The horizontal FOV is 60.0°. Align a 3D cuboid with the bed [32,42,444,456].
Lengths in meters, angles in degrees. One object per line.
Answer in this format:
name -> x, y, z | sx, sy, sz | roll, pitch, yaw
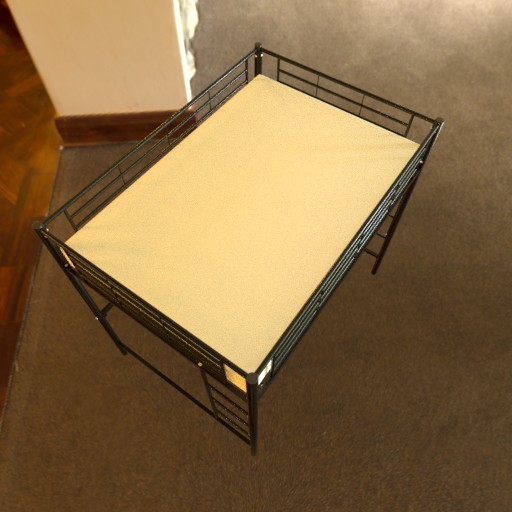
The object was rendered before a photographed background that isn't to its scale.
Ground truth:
bed -> 0.000, 0.000, 3.214 | 1.397, 1.803, 1.994 | 31, 62, 18
